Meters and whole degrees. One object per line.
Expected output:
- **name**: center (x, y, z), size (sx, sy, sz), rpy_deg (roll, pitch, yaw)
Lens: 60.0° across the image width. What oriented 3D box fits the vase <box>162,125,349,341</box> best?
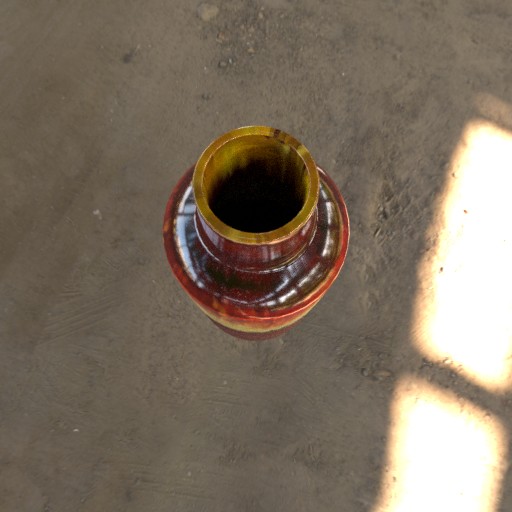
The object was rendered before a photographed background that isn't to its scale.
- **vase**: center (0.000, 0.000, 0.324), size (0.111, 0.261, 0.111), rpy_deg (0, 75, 0)
